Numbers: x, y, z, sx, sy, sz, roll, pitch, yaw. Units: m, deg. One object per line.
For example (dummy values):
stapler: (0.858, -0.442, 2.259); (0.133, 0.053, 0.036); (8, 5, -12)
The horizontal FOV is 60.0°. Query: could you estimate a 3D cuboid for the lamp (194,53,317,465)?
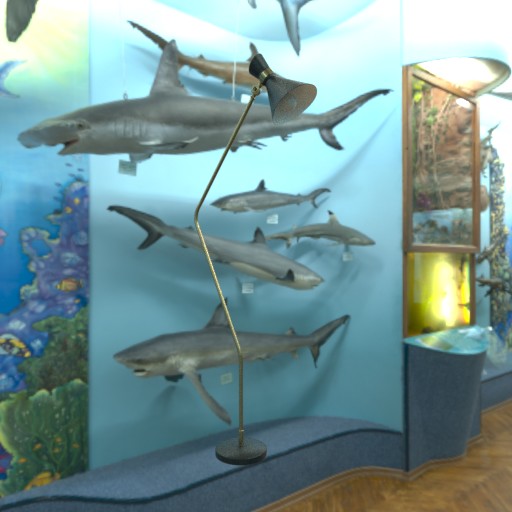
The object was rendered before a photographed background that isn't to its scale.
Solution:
lamp: (0.000, 0.000, 1.622); (0.277, 1.438, 0.467); (0, -1, -36)
